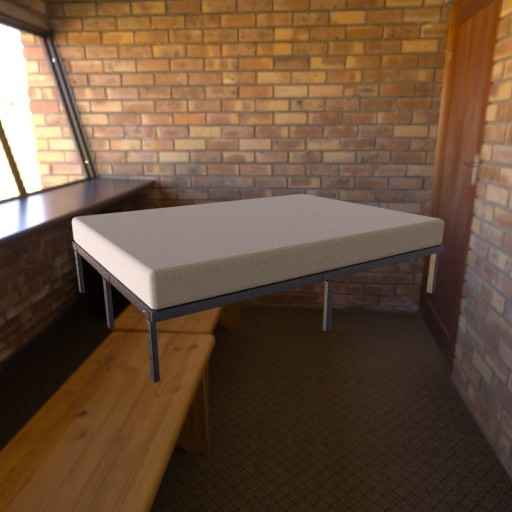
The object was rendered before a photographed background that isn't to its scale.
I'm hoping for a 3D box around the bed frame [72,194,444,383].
[{"bbox_3d":[0.000,0.000,3.886,2.842,0.680,2.205,-8,18,-26],"label":"bed frame"}]
